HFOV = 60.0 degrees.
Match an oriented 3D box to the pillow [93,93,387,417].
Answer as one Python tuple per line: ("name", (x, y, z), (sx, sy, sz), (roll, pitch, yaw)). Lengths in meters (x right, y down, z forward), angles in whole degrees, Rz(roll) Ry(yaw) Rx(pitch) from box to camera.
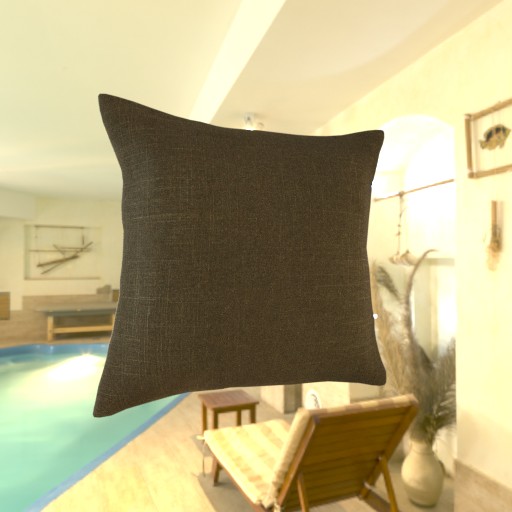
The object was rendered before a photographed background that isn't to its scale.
("pillow", (0.000, 0.000, 0.682), (0.468, 0.444, 0.138), (0, -1, -19))
